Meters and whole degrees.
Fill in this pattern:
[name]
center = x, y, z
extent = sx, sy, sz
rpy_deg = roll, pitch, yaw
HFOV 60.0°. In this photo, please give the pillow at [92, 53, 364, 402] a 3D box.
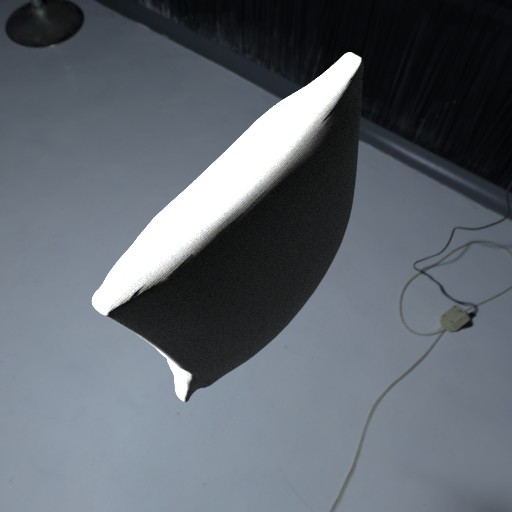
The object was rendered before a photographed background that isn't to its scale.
[pillow]
center = 0.000, 0.000, 0.758
extent = 0.219, 0.491, 0.496
rpy_deg = 35, 68, 17
